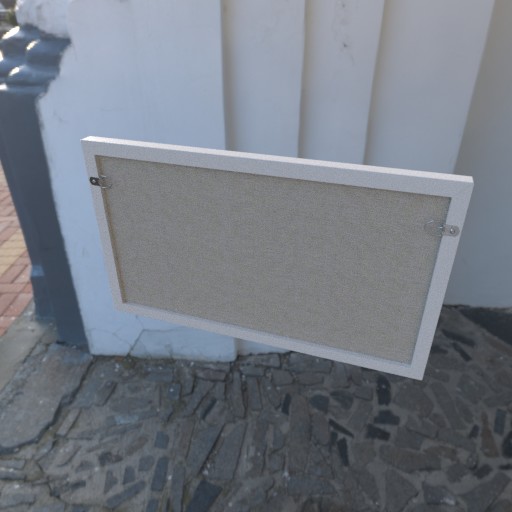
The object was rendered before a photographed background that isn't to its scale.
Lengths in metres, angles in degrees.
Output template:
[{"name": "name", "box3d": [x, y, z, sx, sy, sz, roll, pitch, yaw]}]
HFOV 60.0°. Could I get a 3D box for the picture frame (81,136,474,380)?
[{"name": "picture frame", "box3d": [0.000, 0.000, 0.810, 0.647, 0.379, 0.044, 10, 32, 16]}]
